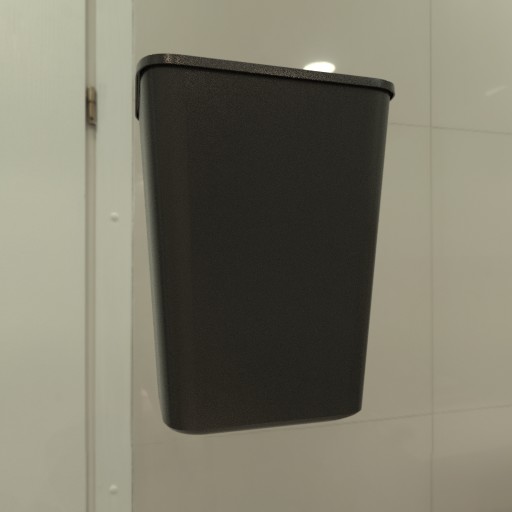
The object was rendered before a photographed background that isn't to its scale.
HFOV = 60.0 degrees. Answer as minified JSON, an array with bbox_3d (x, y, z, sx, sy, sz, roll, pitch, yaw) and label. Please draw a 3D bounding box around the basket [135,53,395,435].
[{"bbox_3d":[0.000,0.000,0.747,0.394,0.521,0.287,0,0,-15],"label":"basket"}]
